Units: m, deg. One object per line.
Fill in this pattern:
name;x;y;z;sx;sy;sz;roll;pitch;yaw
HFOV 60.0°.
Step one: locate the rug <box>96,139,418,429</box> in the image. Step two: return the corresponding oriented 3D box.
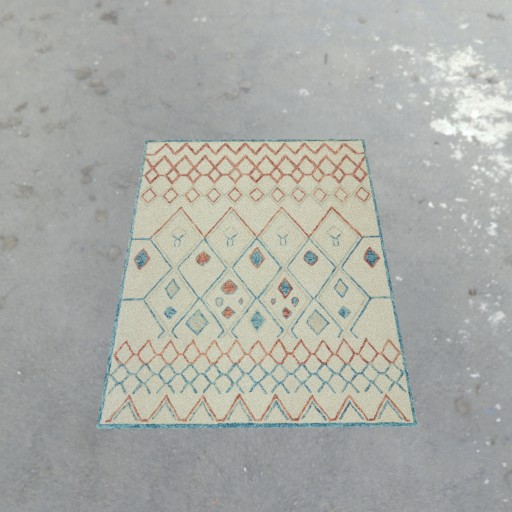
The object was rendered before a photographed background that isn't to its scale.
rug;0.000;0.000;4.153;2.441;0.016;3.050;0;58;0
